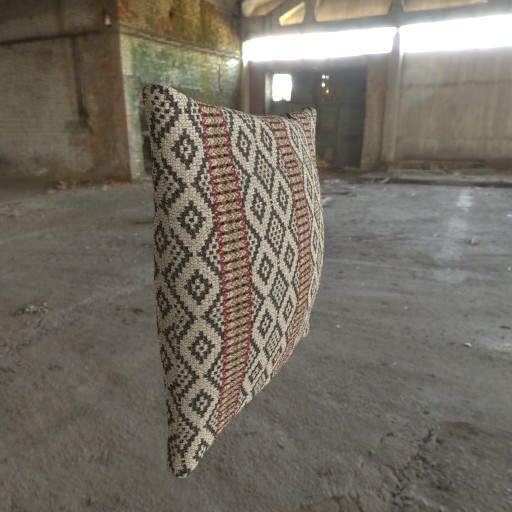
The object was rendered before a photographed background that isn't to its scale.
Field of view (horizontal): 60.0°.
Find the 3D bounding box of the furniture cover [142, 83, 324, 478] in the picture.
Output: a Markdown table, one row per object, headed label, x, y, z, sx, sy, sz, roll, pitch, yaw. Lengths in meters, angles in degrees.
| label | x | y | z | sx | sy | sz | roll | pitch | yaw |
| --- | --- | --- | --- | --- | --- | --- | --- | --- | --- |
| furniture cover | 0.000 | 0.000 | 0.751 | 0.182 | 0.506 | 0.503 | 8 | 18 | 25 |
